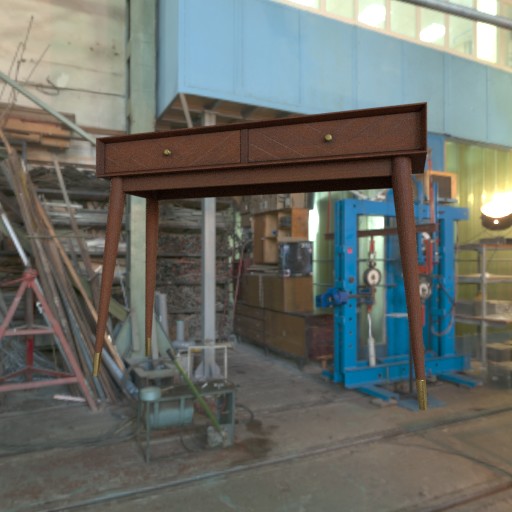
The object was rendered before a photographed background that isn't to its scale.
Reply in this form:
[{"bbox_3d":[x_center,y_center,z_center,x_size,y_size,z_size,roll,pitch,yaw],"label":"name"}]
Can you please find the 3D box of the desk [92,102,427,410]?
[{"bbox_3d":[0.000,0.000,1.683,1.204,0.917,0.384,0,-1,19],"label":"desk"}]
